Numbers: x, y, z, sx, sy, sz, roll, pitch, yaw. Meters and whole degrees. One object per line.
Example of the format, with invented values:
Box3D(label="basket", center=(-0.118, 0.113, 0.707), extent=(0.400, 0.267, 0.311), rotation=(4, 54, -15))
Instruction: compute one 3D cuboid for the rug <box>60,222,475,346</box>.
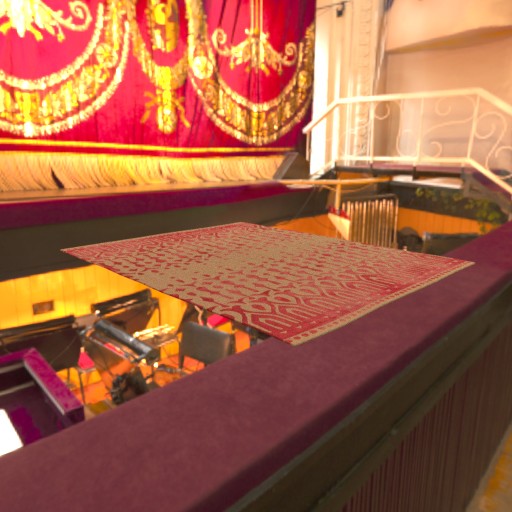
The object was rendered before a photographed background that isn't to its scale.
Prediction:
Box3D(label="rug", center=(0.000, 0.000, 4.148), extent=(2.441, 0.016, 3.095), rotation=(-13, 19, -43))
